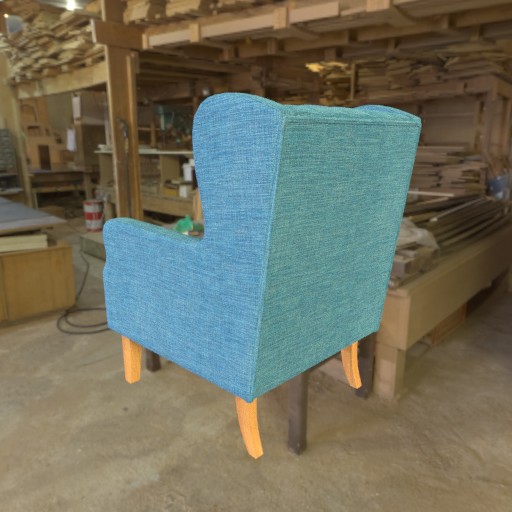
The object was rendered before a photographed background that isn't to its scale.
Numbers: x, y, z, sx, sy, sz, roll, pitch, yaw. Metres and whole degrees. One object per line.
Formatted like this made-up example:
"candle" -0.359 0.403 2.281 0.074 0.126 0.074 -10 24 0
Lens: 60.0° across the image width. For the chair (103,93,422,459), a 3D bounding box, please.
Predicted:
"chair" 0.000 0.000 1.465 0.711 0.952 0.775 -14 21 -43
